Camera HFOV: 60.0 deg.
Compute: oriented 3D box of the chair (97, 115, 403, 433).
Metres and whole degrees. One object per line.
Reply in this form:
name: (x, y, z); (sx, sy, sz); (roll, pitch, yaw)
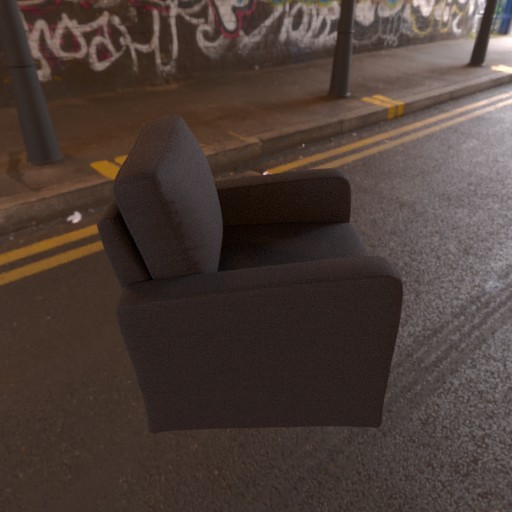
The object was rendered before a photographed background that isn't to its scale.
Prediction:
chair: (0.000, 0.000, 1.550); (0.863, 0.855, 0.798); (-1, 32, -1)
